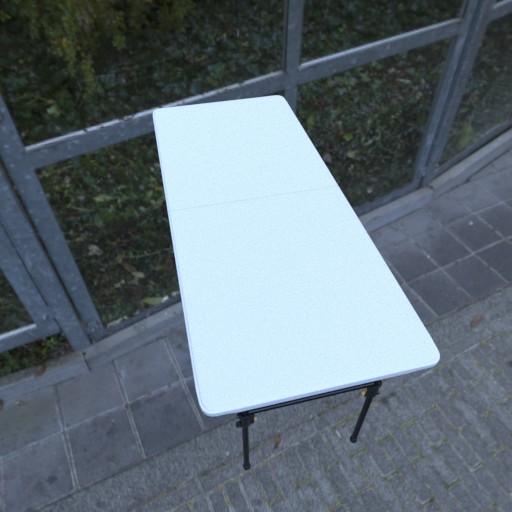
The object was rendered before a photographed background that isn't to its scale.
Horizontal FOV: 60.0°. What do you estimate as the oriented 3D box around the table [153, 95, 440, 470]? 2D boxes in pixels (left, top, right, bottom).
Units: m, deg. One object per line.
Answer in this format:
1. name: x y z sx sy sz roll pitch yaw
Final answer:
1. table: 0.000 0.000 2.175 0.761 0.719 1.829 -10 46 -9
